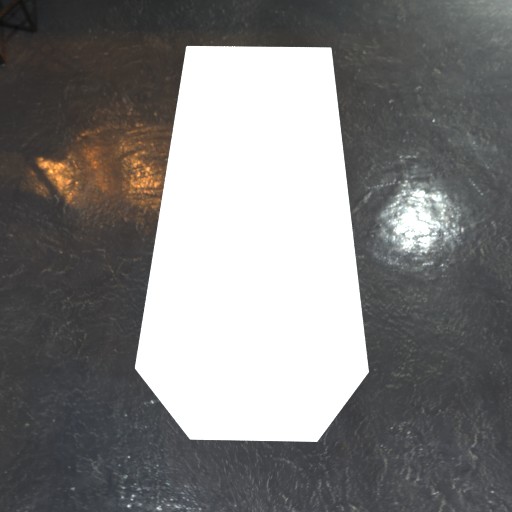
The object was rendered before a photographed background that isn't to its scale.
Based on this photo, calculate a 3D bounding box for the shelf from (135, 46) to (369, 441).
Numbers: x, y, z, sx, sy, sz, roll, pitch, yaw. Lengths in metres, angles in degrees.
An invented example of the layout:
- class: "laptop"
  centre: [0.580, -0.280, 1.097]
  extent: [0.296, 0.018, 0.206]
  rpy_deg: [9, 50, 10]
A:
- class: "shelf"
  centre: [0.000, 0.000, 1.293]
  extent: [0.396, 0.732, 0.895]
  rpy_deg: [1, 59, 0]
